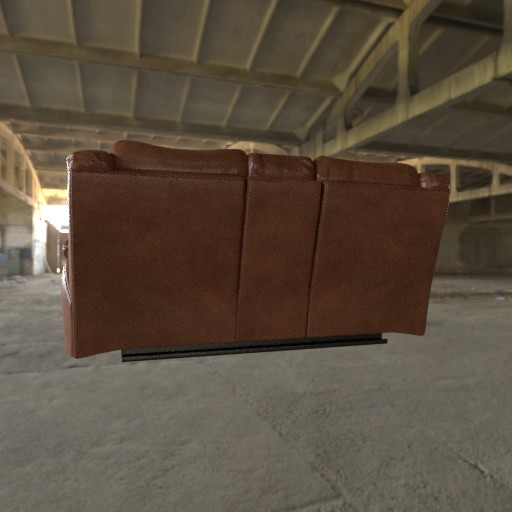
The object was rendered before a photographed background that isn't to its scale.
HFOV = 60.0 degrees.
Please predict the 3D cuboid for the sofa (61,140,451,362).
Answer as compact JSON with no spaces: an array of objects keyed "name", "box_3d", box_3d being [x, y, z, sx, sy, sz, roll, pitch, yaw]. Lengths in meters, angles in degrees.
[{"name":"sofa","box_3d":[0.000,0.000,2.577,2.058,1.043,0.991,0,0,-18]}]
